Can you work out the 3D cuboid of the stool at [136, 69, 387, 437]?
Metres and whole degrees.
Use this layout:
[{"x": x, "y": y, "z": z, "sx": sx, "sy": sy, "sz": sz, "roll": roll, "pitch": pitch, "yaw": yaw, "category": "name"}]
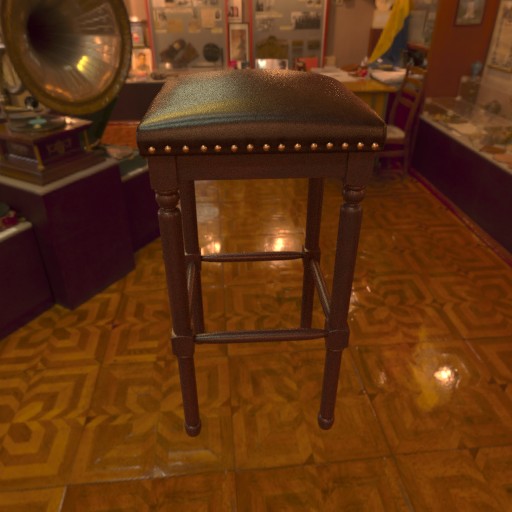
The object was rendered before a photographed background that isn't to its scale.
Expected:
[{"x": 0.000, "y": 0.000, "z": 0.993, "sx": 0.383, "sy": 0.768, "sz": 0.382, "roll": -2, "pitch": 31, "yaw": -3, "category": "stool"}]
